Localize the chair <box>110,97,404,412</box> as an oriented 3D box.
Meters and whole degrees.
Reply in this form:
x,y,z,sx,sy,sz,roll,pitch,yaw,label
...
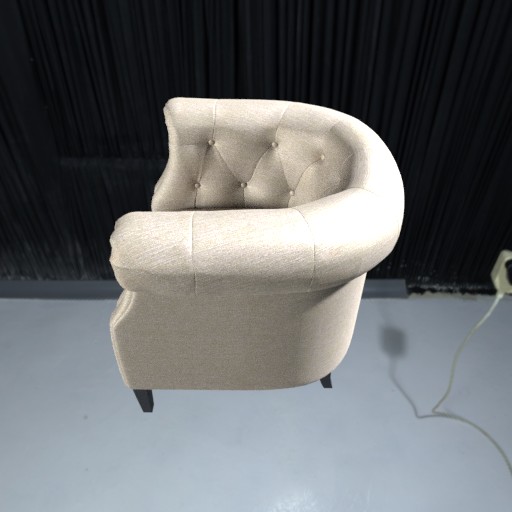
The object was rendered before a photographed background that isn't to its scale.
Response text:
x,y,z,sx,sy,sz,roll,pitch,yaw,label
0.000,0.000,1.542,0.852,0.827,0.905,0,41,0,chair
